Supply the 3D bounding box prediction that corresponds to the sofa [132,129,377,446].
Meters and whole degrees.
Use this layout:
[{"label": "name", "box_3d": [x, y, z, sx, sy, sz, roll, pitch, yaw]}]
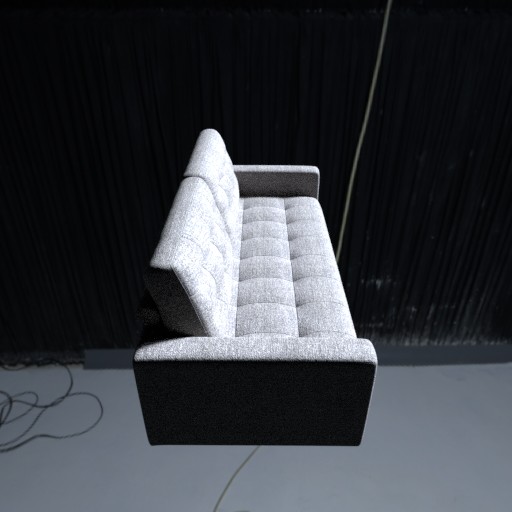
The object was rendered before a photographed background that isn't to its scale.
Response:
[{"label": "sofa", "box_3d": [0.000, 0.000, 2.323, 0.863, 0.902, 1.821, 0, 32, 0]}]
